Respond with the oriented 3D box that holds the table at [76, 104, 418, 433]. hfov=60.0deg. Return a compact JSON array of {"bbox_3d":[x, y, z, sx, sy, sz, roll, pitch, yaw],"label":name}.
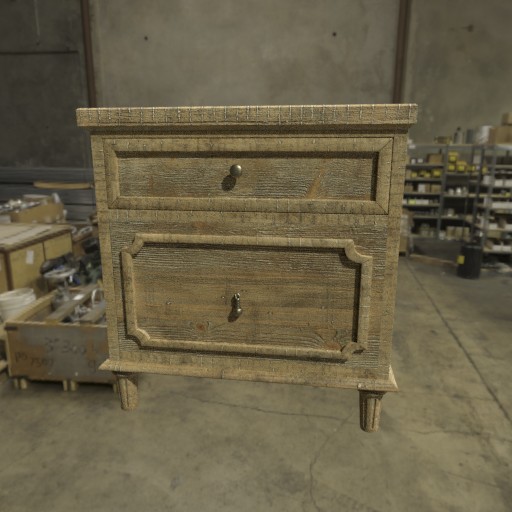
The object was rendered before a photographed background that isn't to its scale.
[{"bbox_3d":[0.000,0.000,1.164,0.686,0.711,0.457,2,14,8],"label":"table"}]
